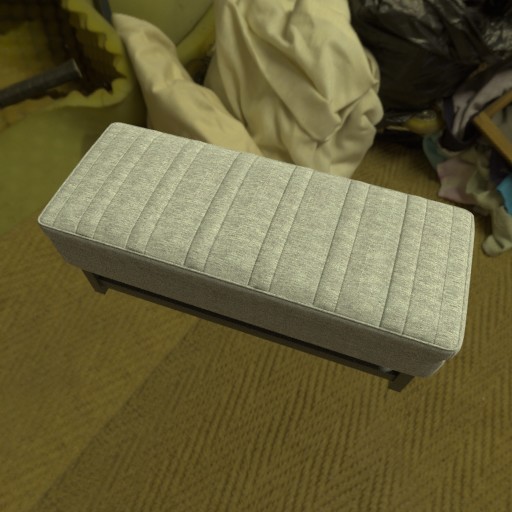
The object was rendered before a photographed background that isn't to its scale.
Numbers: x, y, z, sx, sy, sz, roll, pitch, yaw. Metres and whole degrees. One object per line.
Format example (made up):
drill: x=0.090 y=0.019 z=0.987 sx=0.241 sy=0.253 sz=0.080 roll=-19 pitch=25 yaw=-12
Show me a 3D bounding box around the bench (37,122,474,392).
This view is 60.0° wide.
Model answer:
bench: x=0.000 y=0.000 z=1.318 sx=1.100 sy=0.470 sz=0.429 roll=16 pitch=59 yaw=10
